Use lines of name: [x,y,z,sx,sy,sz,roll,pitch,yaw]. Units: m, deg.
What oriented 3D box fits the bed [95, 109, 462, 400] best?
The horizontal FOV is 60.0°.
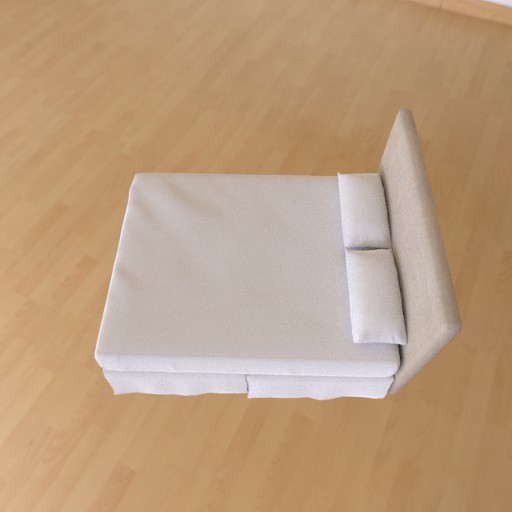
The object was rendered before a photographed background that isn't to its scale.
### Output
bed: [0.000,0.000,3.210,2.162,1.330,1.713,1,58,1]
